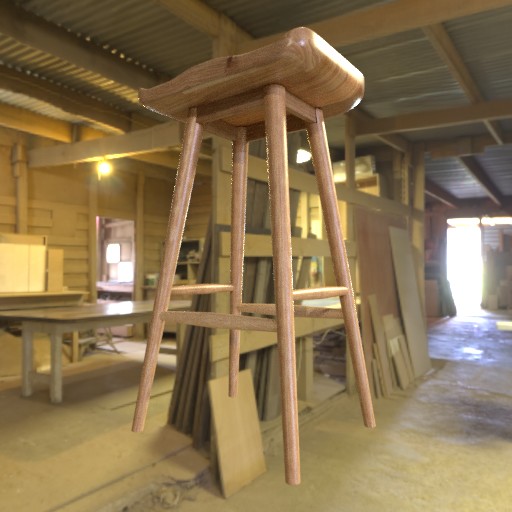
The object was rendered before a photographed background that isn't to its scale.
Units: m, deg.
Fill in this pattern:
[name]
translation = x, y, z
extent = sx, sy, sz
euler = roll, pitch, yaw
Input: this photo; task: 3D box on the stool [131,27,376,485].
[stool]
translation = 0.000, 0.000, 0.906
extent = 0.407, 0.698, 0.322
euler = -1, -2, 36
